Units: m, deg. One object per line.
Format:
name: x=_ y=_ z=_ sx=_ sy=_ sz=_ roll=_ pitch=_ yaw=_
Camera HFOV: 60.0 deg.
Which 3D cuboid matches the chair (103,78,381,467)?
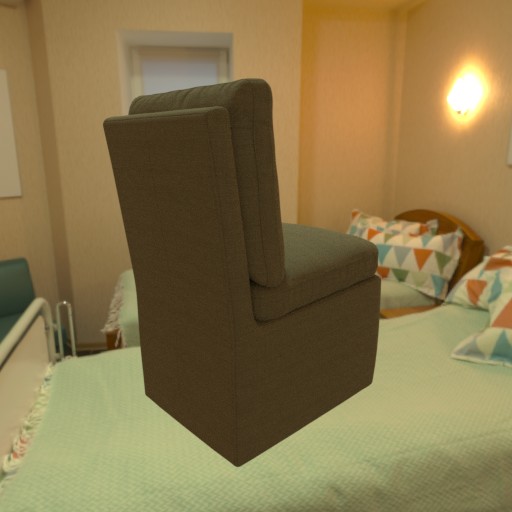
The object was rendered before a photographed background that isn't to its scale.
chair: x=0.000 y=0.000 z=1.342 sx=0.698 sy=0.927 sz=0.503 roll=-13 pitch=19 yaw=-41
